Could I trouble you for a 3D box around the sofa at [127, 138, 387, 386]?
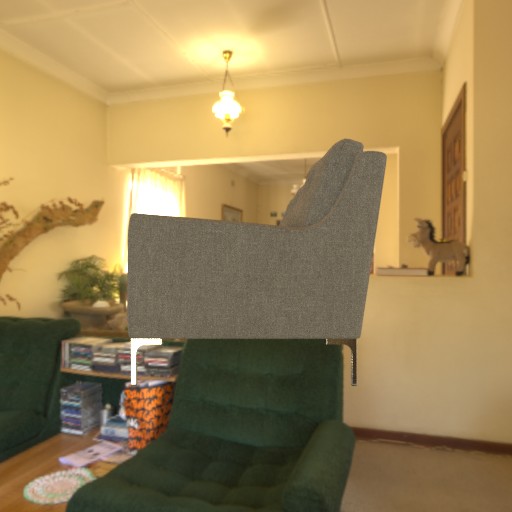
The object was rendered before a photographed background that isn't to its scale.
[{"bbox_3d":[0.000,0.000,2.442,0.849,0.837,2.060,0,0,0],"label":"sofa"}]
